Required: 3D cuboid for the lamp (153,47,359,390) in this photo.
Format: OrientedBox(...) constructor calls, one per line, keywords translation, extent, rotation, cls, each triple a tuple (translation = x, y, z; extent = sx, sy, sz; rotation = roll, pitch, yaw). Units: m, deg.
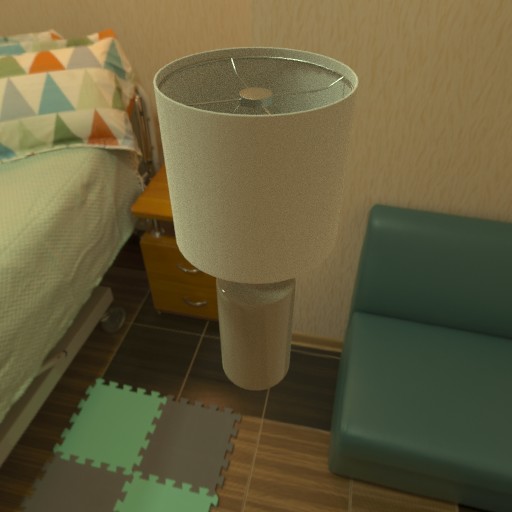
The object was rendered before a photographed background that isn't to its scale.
OrientedBox(translation=(0.000, 0.000, 0.622), extent=(0.212, 0.493, 0.212), rotation=(-11, 41, -13), cls="lamp")
